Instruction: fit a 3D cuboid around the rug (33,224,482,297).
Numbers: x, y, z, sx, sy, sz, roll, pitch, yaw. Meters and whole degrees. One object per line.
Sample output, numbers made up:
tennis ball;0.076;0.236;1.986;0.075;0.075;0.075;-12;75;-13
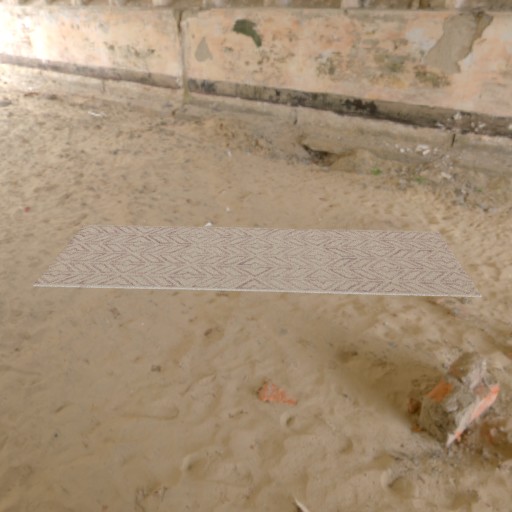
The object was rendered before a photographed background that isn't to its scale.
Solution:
rug;0.000;0.000;2.720;2.435;0.009;0.750;1;31;2
